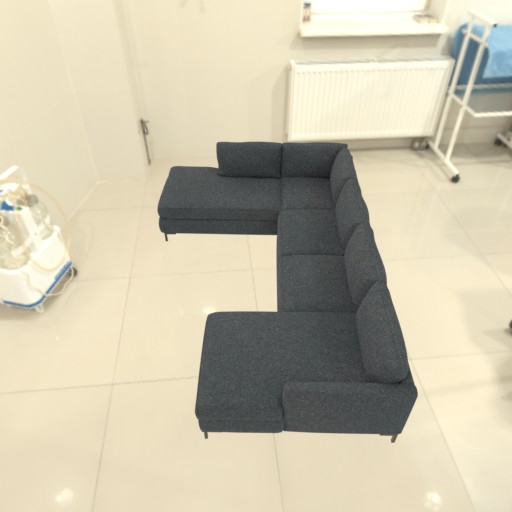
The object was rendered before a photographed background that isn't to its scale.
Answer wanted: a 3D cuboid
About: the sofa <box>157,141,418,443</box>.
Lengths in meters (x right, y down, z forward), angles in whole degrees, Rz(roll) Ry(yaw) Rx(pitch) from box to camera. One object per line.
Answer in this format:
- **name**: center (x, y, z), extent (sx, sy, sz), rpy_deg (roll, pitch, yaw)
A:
- **sofa**: center (0.000, 0.000, 3.842), extent (2.007, 0.813, 2.956), rpy_deg (1, 42, 1)
